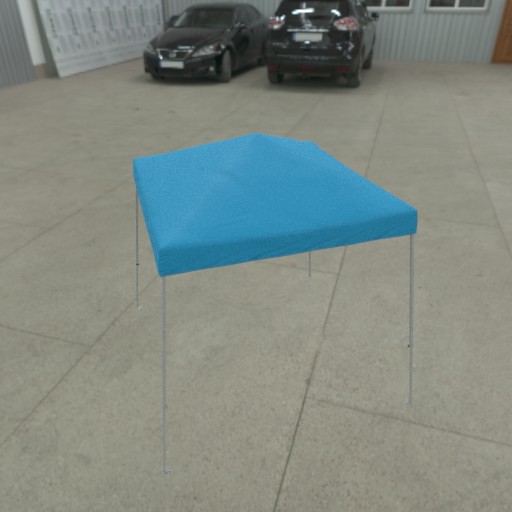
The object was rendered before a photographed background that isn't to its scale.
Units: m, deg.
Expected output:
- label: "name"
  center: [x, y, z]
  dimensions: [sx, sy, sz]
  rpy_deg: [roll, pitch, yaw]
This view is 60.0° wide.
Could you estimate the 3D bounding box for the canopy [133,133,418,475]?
- label: "canopy"
  center: [0.000, 0.000, 5.149]
  dimensions: [2.849, 2.850, 2.850]
  rpy_deg: [-9, 32, -16]
